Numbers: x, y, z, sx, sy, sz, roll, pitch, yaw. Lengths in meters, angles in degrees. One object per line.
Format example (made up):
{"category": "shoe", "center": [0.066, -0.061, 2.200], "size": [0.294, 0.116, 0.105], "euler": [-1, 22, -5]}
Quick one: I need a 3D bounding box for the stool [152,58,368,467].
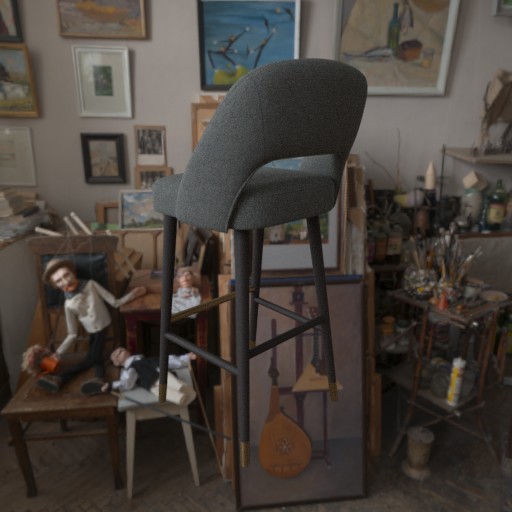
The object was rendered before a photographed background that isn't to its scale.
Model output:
{"category": "stool", "center": [0.000, 0.000, 1.379], "size": [0.536, 1.089, 0.524], "euler": [-17, 24, -42]}
